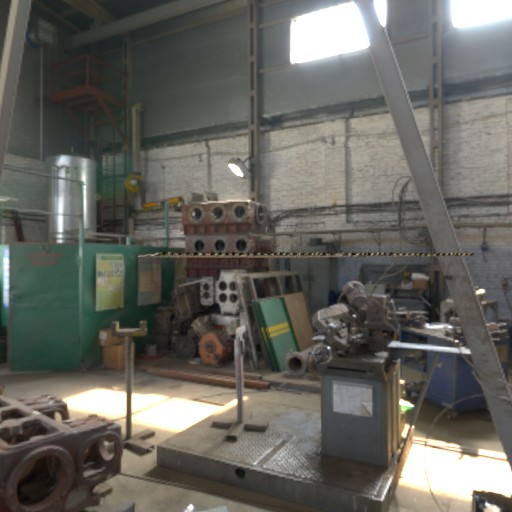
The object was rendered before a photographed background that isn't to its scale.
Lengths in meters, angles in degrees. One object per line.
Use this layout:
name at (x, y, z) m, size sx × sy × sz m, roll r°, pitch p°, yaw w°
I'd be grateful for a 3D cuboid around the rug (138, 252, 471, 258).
rug at (0.000, 0.000, 3.103) m, size 1.530 × 0.025 × 2.431 m, roll 0°, pitch 0°, yaw -17°
